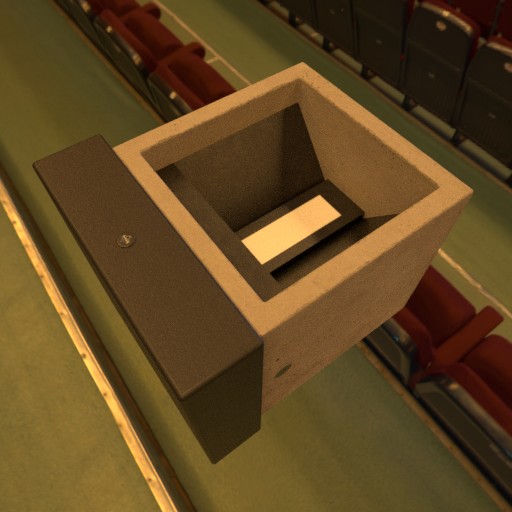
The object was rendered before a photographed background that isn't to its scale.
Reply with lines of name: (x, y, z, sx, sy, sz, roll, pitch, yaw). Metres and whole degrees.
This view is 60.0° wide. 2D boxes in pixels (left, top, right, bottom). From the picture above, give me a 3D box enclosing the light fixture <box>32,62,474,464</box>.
light fixture: (0.000, 0.000, 0.229, 0.143, 0.121, 0.121, -31, 62, -19)
